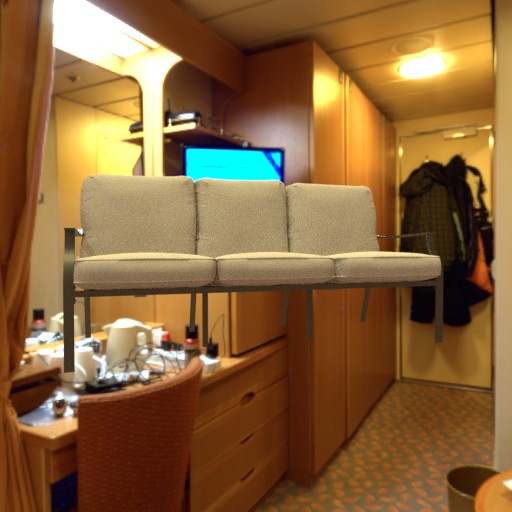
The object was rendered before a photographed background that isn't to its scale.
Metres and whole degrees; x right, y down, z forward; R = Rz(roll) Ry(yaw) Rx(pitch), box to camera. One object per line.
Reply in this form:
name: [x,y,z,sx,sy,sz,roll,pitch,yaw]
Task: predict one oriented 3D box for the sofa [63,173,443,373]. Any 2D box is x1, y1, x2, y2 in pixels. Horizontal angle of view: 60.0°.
sofa: [0.000,0.000,2.249,1.740,0.860,0.787,0,1,-18]
